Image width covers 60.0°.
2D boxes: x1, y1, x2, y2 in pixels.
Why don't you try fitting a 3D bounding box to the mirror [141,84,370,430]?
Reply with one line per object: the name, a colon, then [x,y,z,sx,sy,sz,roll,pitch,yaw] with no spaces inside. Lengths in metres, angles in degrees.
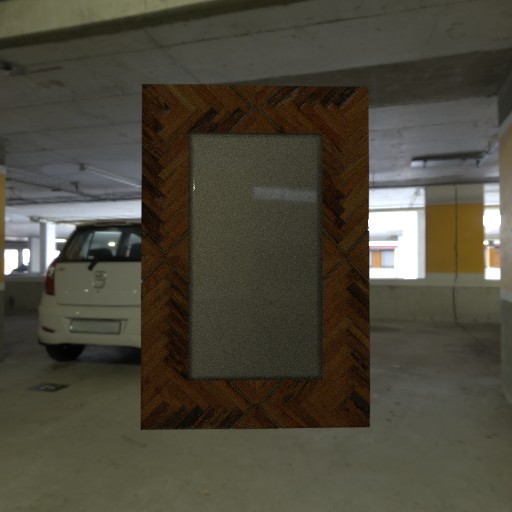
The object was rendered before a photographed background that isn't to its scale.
mirror: [0.000,0.000,1.194,0.606,0.912,0.044,0,-1,-2]
